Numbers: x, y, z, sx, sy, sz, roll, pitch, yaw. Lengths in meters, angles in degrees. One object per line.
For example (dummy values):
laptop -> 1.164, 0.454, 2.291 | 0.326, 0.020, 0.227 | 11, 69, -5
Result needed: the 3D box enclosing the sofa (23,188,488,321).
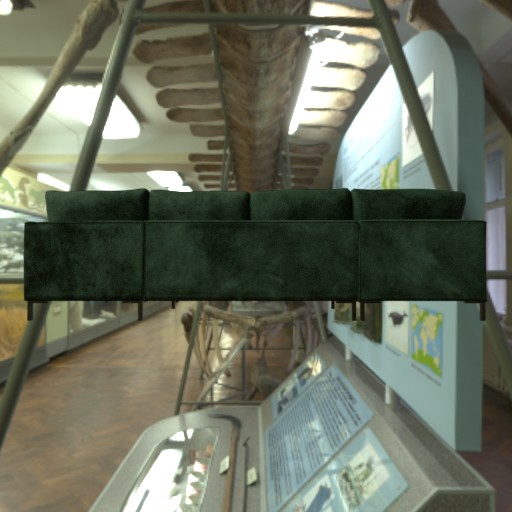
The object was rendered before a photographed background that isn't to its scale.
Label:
sofa -> 0.000, 0.000, 3.755 | 2.994, 0.861, 1.992 | 0, -1, 0
